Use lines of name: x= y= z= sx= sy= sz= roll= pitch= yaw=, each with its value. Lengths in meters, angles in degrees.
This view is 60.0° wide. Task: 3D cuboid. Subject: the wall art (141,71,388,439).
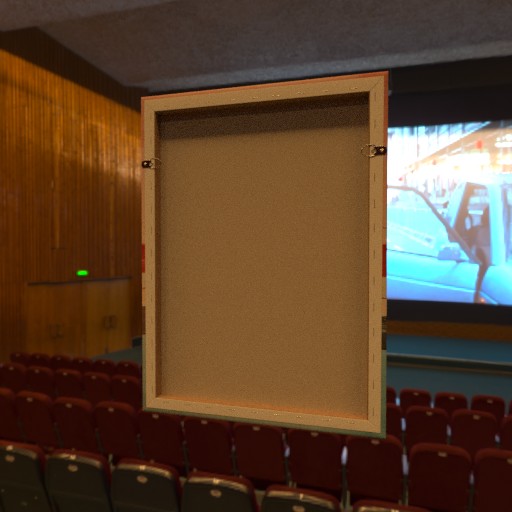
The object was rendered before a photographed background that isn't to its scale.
wall art: x=0.000 y=0.000 z=1.343 sx=0.761 sy=1.016 sz=0.039 roll=0 pitch=1 yaw=16
